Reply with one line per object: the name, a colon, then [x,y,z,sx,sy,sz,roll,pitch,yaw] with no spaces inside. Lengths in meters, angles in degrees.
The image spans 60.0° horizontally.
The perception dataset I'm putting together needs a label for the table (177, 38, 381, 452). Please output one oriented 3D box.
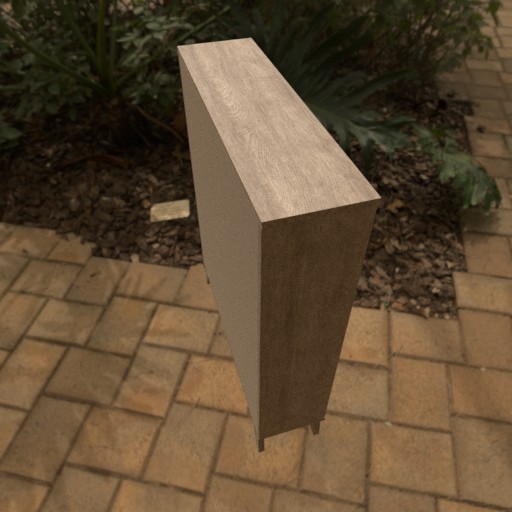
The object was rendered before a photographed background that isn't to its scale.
table: [0.000,0.000,1.563,0.256,1.135,0.902,-12,47,-12]
